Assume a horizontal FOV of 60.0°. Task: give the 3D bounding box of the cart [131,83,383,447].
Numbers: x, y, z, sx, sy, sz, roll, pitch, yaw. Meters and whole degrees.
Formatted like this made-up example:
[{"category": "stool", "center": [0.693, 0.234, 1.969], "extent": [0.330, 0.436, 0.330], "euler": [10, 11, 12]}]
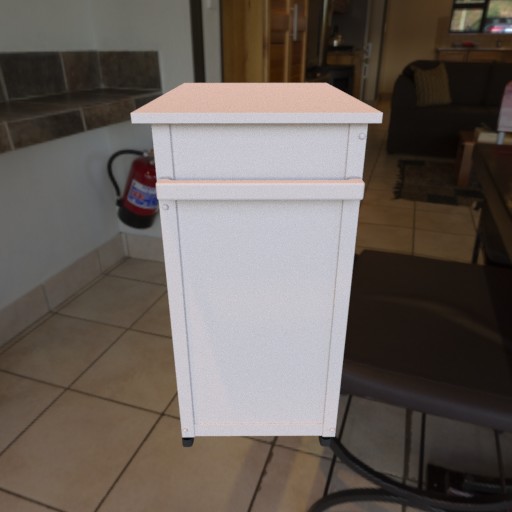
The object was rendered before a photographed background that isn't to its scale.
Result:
[{"category": "cart", "center": [0.000, 0.000, 1.253], "extent": [0.442, 0.864, 0.683], "euler": [0, 26, 0]}]
